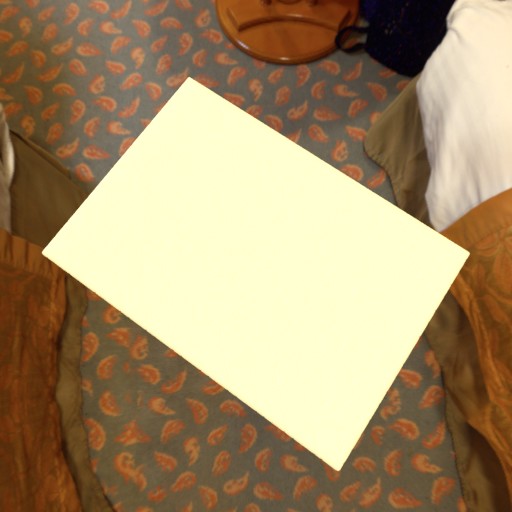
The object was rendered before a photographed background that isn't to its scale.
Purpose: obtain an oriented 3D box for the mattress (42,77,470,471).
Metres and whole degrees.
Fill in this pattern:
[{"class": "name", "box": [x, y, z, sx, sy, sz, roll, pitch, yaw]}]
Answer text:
[{"class": "mattress", "box": [0.000, 0.000, 2.574, 2.000, 0.200, 1.400, 34, 79, 8]}]
